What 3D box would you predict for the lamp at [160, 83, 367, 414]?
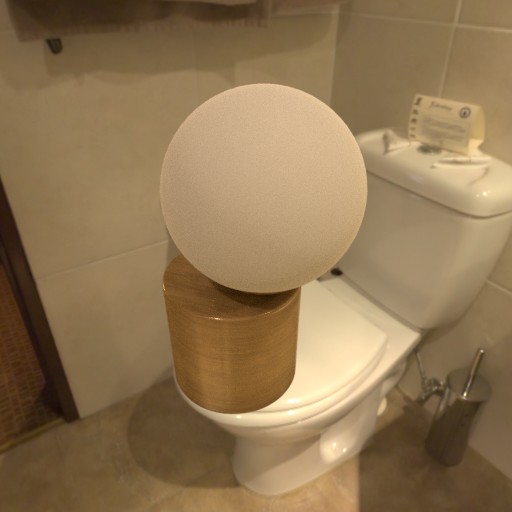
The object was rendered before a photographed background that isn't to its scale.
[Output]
[{"bbox_3d":[0.000,0.000,0.341,0.152,0.250,0.141,11,35,16],"label":"lamp"}]
